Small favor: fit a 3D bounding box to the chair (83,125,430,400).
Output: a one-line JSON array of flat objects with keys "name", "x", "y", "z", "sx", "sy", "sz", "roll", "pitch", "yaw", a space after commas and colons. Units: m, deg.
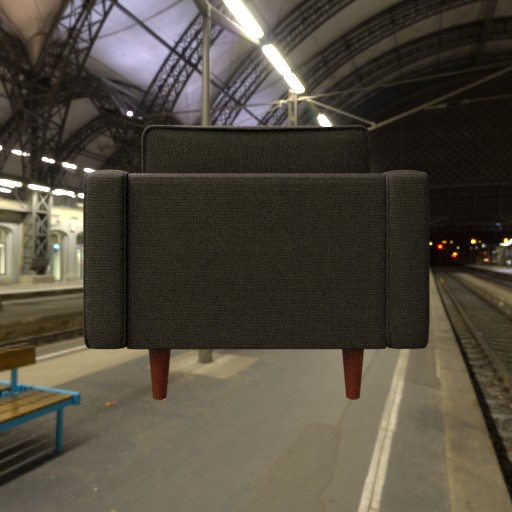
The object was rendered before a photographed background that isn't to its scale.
[{"name": "chair", "x": 0.000, "y": 0.000, "z": 1.568, "sx": 0.899, "sy": 0.770, "sz": 0.919, "roll": 0, "pitch": 0, "yaw": 0}]
